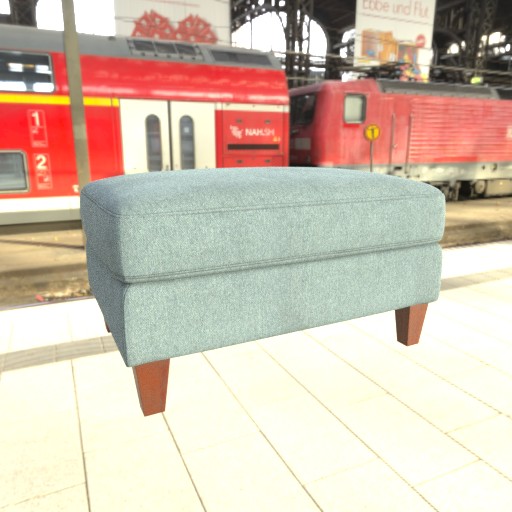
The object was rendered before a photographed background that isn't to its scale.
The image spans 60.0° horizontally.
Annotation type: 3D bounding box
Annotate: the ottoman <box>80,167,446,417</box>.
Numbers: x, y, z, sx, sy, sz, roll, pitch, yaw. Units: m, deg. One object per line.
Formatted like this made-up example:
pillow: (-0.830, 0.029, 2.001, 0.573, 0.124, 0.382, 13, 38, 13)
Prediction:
ottoman: (0.000, 0.000, 1.242, 0.864, 0.483, 0.584, -7, 16, -26)
